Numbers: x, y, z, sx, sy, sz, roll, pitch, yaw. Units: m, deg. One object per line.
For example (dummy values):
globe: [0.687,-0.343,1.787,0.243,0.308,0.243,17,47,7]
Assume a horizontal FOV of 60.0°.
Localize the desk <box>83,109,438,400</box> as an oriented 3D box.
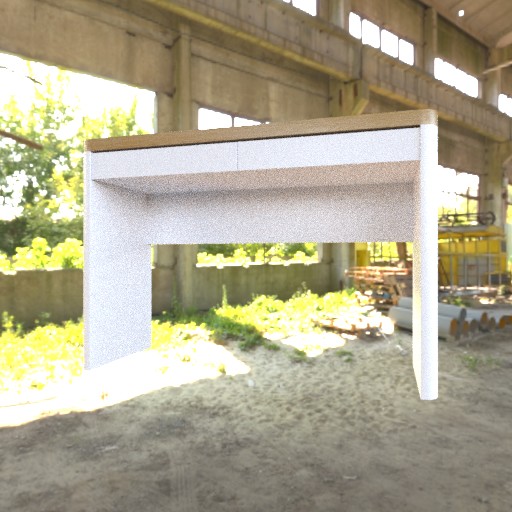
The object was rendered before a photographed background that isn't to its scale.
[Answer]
desk: [0.000,0.000,1.482,1.100,0.760,0.390,0,0,17]
